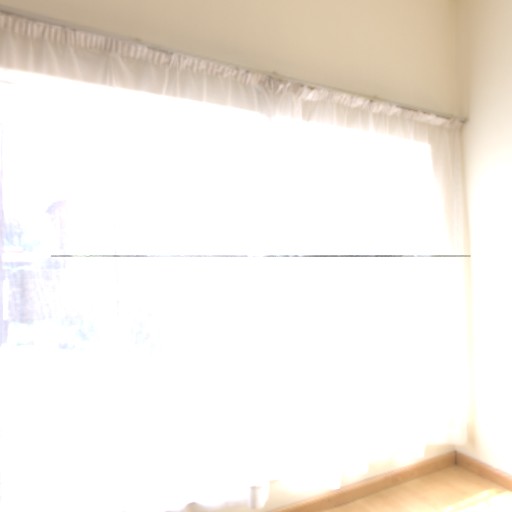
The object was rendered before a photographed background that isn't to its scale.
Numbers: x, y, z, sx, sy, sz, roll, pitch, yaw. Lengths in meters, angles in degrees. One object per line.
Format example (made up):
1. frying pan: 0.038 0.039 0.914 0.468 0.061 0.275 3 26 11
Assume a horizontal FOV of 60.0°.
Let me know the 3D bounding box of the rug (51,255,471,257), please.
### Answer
1. rug: 0.000 0.000 2.205 1.752 0.006 1.142 0 0 36
